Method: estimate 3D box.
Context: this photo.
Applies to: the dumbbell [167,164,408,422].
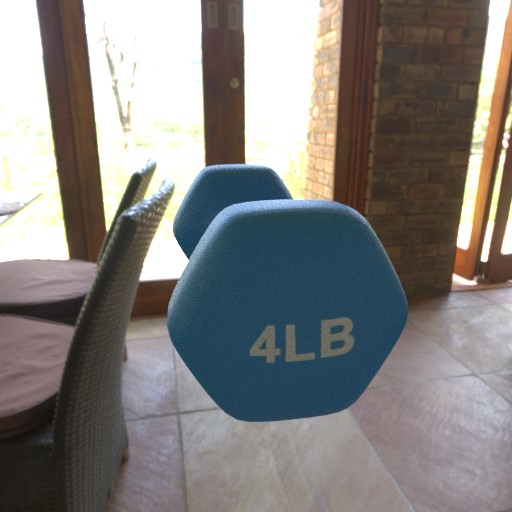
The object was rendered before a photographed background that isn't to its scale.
[{"bbox_3d":[0.000,0.000,0.190,0.074,0.066,0.152,-3,17,-8],"label":"dumbbell"}]
